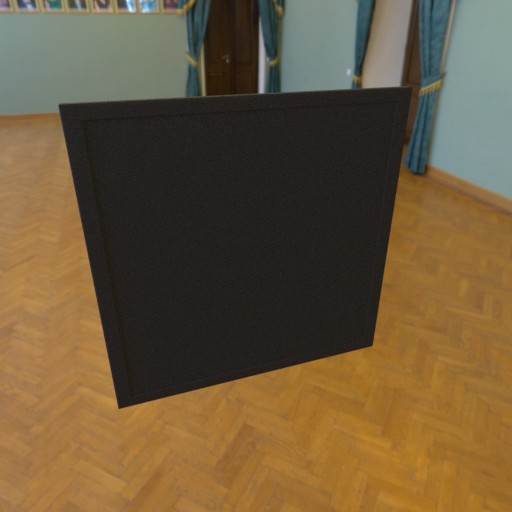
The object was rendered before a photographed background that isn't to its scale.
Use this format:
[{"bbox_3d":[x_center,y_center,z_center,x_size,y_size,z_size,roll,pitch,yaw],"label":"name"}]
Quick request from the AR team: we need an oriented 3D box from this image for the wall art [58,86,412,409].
[{"bbox_3d":[0.000,0.000,0.806,0.562,0.558,0.012,-9,29,-17],"label":"wall art"}]
